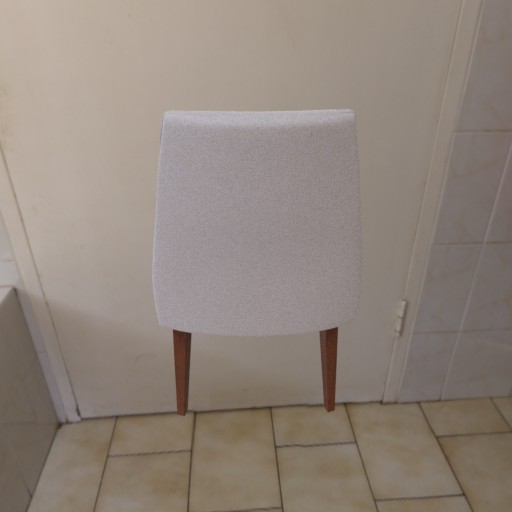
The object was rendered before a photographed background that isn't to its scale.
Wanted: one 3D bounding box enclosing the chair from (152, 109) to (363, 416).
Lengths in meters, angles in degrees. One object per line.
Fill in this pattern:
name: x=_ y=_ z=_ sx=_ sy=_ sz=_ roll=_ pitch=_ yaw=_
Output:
chair: x=0.000 y=0.000 z=1.206 sx=0.529 sy=0.861 sz=0.544 roll=-1 pitch=30 yaw=-2
